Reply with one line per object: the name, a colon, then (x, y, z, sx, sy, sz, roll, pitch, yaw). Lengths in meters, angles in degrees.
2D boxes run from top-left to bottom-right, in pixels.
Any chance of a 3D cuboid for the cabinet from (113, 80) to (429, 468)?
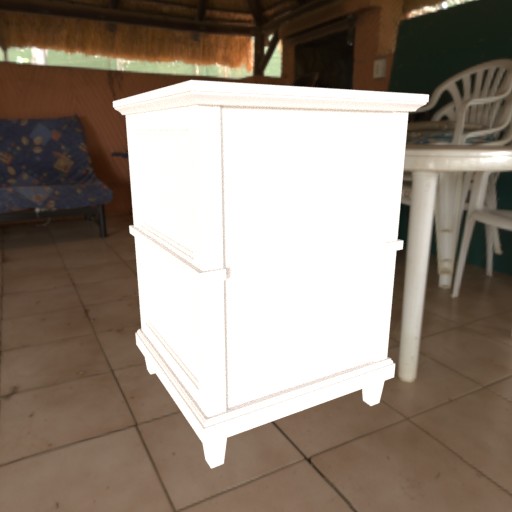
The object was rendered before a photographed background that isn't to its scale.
cabinet: (0.000, 0.000, 1.152, 0.544, 0.775, 0.547, -9, 18, -28)
